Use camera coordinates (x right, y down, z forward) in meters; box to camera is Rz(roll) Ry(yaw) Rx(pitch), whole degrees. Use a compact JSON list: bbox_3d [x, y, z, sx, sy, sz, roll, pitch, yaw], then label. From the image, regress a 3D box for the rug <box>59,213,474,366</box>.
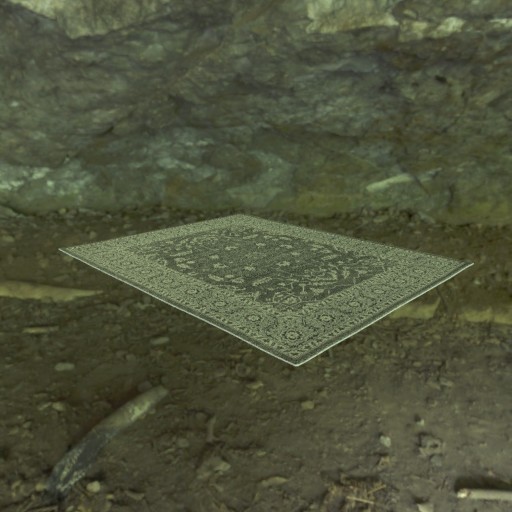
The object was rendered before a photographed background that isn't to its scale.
[{"bbox_3d":[0.000,0.000,4.158,2.451,0.026,3.069,-16,24,-42],"label":"rug"}]
